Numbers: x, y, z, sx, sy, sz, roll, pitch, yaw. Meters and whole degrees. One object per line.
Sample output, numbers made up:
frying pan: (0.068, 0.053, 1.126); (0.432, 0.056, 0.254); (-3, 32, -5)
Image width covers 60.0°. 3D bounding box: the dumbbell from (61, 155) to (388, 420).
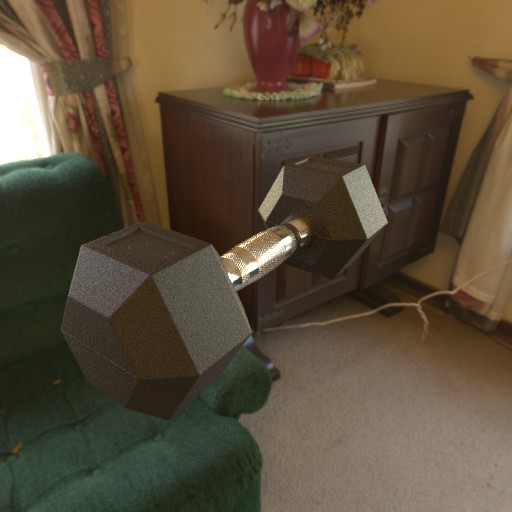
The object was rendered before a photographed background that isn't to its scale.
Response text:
dumbbell: (0.000, 0.000, 0.353); (0.116, 0.101, 0.297); (19, 32, 32)
